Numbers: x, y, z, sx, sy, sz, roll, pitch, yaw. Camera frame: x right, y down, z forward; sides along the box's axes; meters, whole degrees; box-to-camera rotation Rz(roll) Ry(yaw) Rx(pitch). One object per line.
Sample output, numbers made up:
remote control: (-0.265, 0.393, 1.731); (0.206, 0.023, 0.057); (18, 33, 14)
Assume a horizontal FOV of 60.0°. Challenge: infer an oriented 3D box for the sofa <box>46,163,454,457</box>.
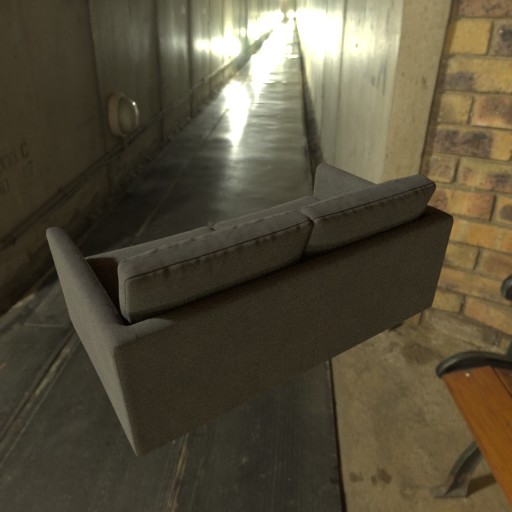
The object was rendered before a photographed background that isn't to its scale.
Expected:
sofa: (0.000, 0.000, 2.456); (1.909, 0.845, 1.091); (-19, 35, -28)
